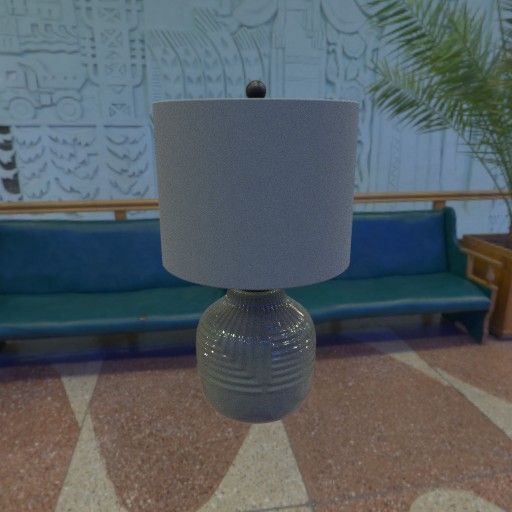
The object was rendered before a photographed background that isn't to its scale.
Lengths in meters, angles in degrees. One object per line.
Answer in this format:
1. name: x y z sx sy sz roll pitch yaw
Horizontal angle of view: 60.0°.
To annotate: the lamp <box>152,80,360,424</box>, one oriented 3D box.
1. lamp: 0.000 0.000 0.767 0.318 0.567 0.318 0 17 0
